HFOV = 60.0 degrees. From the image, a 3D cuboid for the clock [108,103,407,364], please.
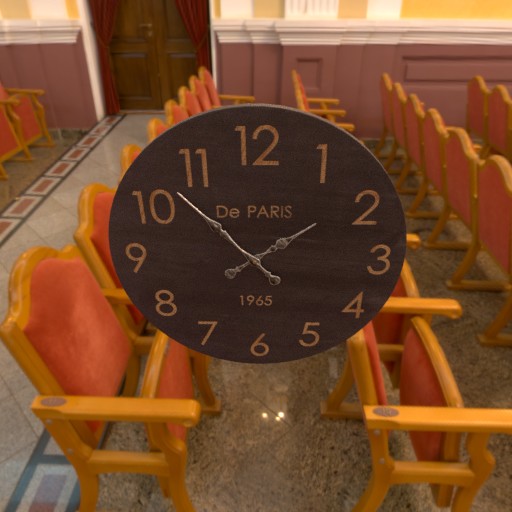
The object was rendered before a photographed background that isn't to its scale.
[{"bbox_3d":[0.000,0.000,0.902,0.595,0.595,0.029,1,32,2],"label":"clock"}]
